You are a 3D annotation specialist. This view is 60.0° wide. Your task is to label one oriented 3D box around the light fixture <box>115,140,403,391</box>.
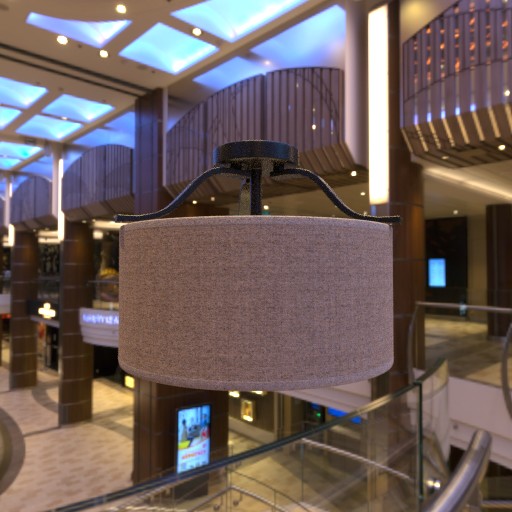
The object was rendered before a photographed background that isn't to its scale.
[{"bbox_3d":[0.000,0.000,0.652,0.390,0.306,0.390,0,-2,0],"label":"light fixture"}]
